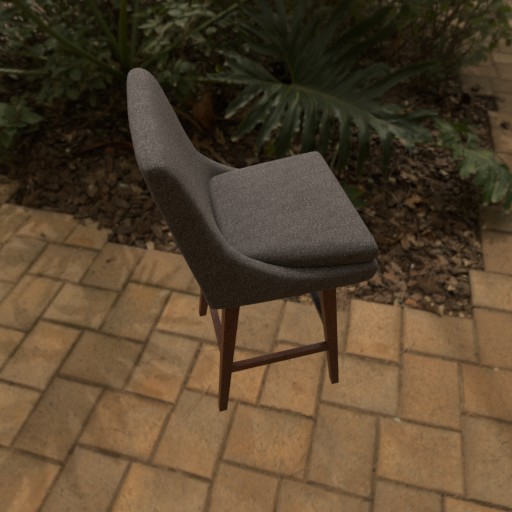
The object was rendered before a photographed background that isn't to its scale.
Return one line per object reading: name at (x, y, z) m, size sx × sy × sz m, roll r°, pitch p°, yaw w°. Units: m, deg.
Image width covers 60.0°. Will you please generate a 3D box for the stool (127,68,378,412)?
stool at (0.000, 0.000, 1.382) m, size 0.572 × 1.068 × 0.489 m, roll -11°, pitch 48°, yaw -10°
